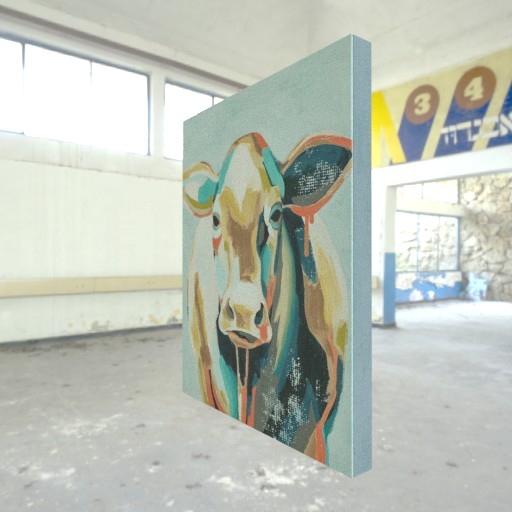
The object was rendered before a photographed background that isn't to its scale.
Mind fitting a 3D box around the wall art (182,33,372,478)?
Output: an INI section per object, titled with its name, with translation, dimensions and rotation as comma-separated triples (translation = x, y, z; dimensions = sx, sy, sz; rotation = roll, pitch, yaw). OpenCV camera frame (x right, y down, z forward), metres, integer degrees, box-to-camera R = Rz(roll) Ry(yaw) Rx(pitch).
[wall art]
translation = 0.000, 0.000, 0.680
dimensions = 0.037, 0.509, 0.409
rotation = 0, 0, -37
